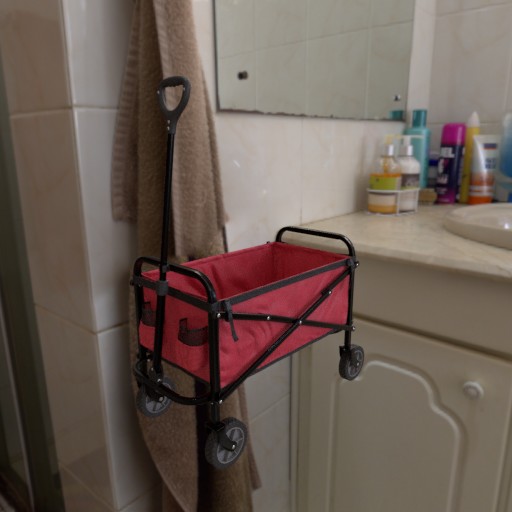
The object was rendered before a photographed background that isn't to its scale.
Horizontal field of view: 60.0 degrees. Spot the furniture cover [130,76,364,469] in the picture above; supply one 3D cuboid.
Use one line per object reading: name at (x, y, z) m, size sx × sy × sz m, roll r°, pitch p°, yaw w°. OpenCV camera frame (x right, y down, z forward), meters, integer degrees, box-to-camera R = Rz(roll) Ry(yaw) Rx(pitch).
furniture cover at (0.000, 0.000, 1.803) m, size 0.532 × 1.295 × 1.038 m, roll 13°, pitch 19°, yaw 42°
